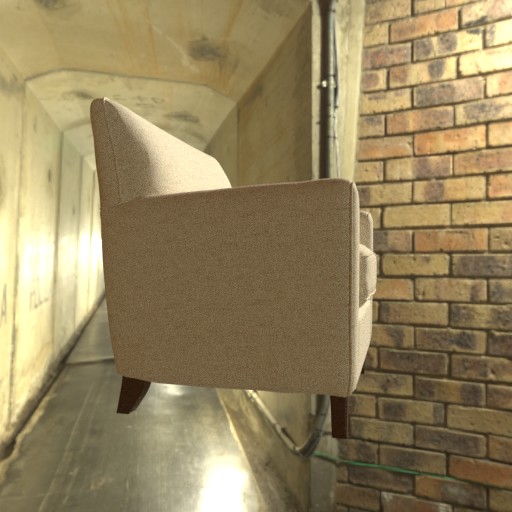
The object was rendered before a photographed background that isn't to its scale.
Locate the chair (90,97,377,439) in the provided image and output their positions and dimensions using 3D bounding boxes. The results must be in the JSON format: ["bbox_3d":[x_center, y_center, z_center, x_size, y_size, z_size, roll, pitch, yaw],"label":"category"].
[{"bbox_3d":[0.000,0.000,1.584,0.823,0.943,0.870,0,-1,17],"label":"chair"}]
